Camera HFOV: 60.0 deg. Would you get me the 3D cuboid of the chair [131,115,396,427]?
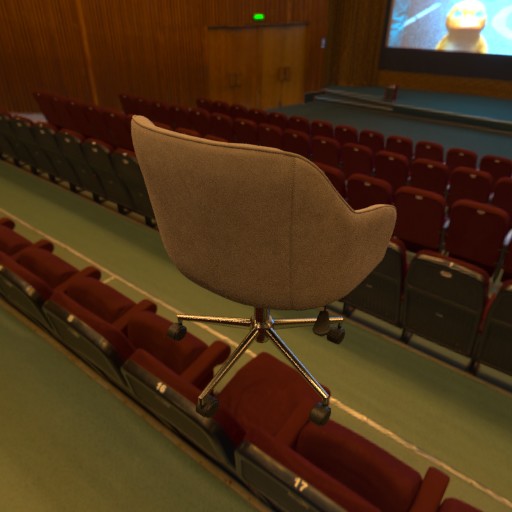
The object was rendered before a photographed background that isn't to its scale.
[{"bbox_3d":[0.000,0.000,1.278,0.635,0.831,0.573,22,38,32],"label":"chair"}]
